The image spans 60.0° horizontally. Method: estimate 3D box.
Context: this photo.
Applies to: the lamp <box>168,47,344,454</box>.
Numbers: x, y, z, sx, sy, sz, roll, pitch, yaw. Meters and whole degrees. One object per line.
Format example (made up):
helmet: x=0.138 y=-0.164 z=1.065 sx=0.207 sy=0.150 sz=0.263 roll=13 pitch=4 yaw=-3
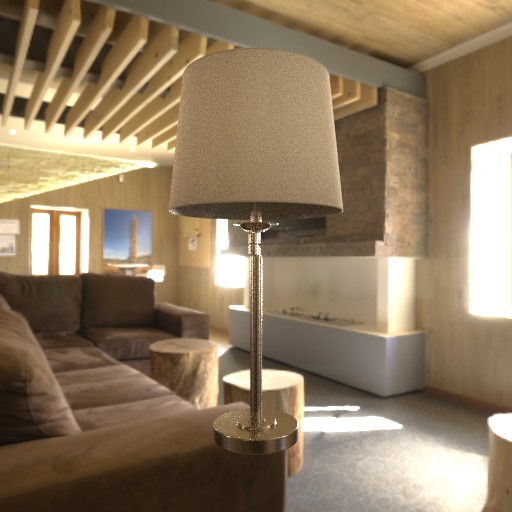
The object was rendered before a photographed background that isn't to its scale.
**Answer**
lamp: x=0.000 y=0.000 z=0.858 sx=0.333 sy=0.696 sz=0.333 roll=0 pitch=0 yaw=0
